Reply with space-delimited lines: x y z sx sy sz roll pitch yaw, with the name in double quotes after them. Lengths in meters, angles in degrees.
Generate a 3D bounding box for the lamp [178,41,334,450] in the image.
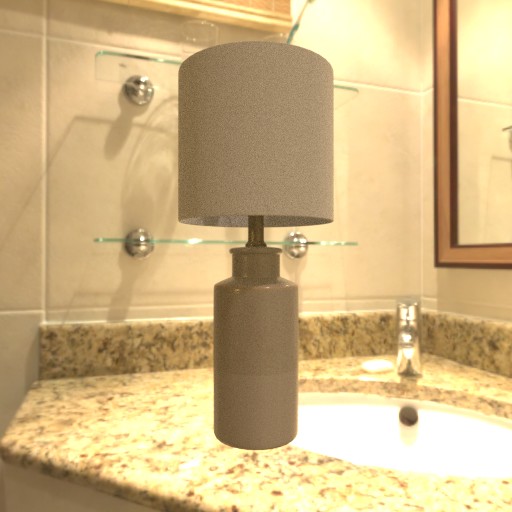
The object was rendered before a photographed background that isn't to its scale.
0.000 0.000 0.613 0.212 0.493 0.212 0 0 34 "lamp"
